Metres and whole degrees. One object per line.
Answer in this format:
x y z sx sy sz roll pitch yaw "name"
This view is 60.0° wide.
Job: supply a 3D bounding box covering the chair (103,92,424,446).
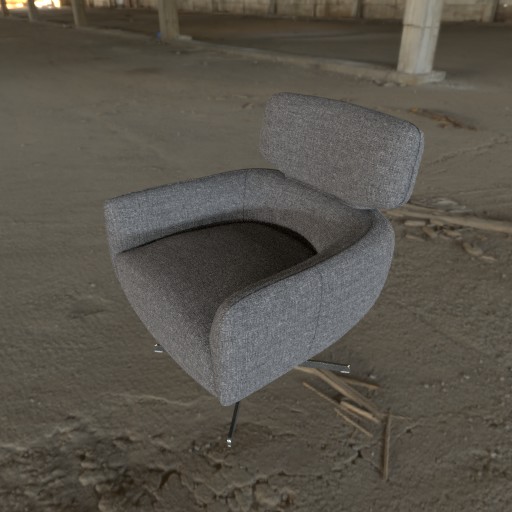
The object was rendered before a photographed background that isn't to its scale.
0.000 0.000 1.317 0.715 0.812 0.706 -20 36 -31 "chair"
